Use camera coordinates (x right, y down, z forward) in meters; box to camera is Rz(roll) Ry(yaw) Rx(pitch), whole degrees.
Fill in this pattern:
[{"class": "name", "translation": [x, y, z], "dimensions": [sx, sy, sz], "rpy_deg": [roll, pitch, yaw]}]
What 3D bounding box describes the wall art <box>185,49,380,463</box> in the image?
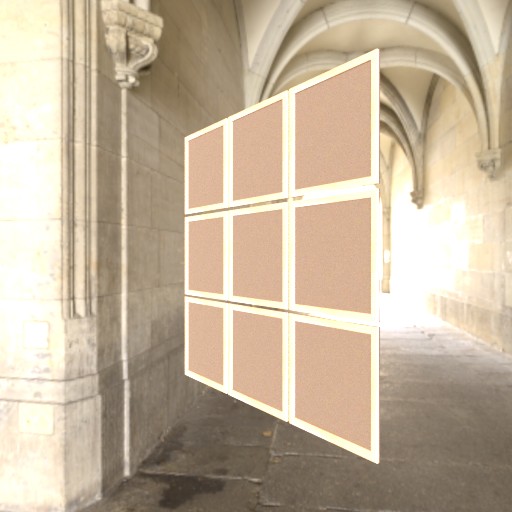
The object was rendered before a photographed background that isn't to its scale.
[{"class": "wall art", "translation": [0.000, 0.000, 1.792], "dimensions": [0.013, 1.218, 1.216], "rpy_deg": [0, 0, -36]}]
